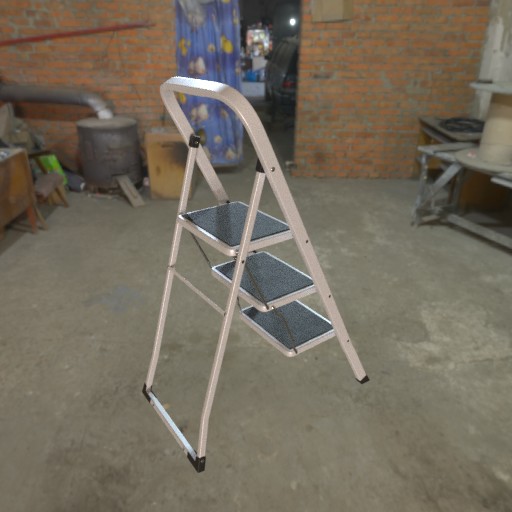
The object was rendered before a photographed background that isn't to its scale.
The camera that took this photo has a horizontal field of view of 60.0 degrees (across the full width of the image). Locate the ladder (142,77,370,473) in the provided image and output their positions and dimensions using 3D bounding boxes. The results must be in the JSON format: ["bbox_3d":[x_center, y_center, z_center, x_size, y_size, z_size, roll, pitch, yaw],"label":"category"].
[{"bbox_3d":[0.000,0.000,1.392,0.711,1.050,0.460,-18,31,-32],"label":"ladder"}]
